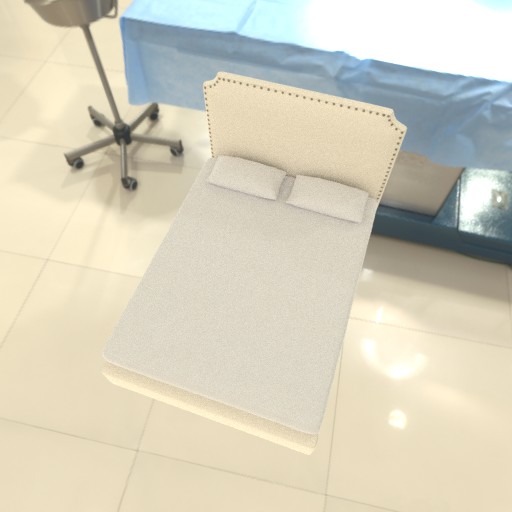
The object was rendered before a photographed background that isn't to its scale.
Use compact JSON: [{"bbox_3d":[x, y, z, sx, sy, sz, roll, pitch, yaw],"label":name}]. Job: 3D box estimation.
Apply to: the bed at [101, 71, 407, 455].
[{"bbox_3d":[0.000,0.000,3.546,1.712,1.497,2.372,16,59,10],"label":"bed"}]
